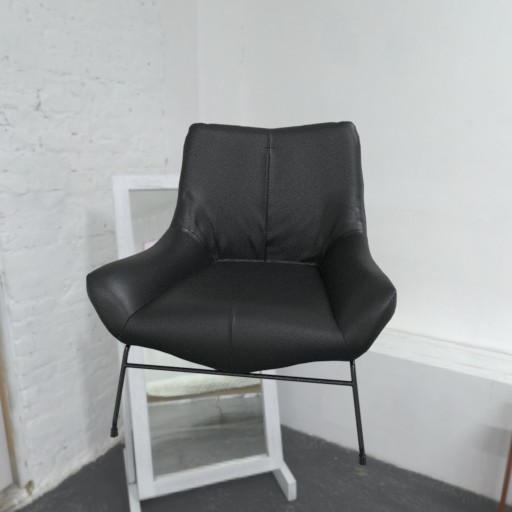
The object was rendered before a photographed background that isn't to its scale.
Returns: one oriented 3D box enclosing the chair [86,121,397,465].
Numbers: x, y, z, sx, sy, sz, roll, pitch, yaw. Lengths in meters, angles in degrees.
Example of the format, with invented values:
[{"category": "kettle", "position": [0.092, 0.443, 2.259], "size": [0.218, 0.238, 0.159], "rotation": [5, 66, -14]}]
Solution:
[{"category": "chair", "position": [0.000, 0.000, 1.525], "size": [0.836, 0.922, 0.826], "rotation": [2, 14, 9]}]
